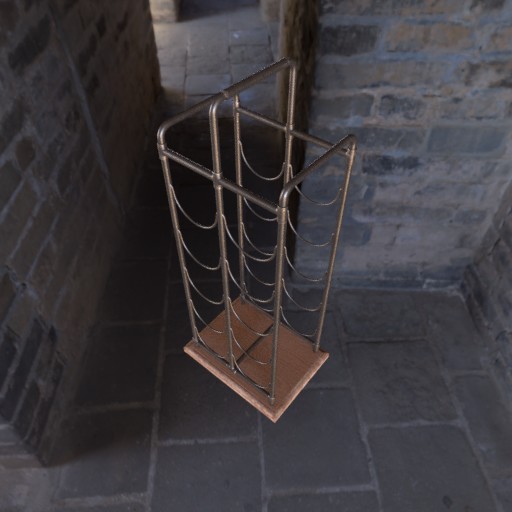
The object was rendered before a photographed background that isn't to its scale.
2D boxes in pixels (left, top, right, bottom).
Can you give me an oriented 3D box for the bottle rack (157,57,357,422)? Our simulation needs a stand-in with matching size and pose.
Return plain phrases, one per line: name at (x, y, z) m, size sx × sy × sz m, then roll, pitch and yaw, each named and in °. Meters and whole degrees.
bottle rack at (0.000, 0.000, 0.816) m, size 0.276 × 0.680 × 0.208 m, roll 31°, pitch 54°, yaw 26°
